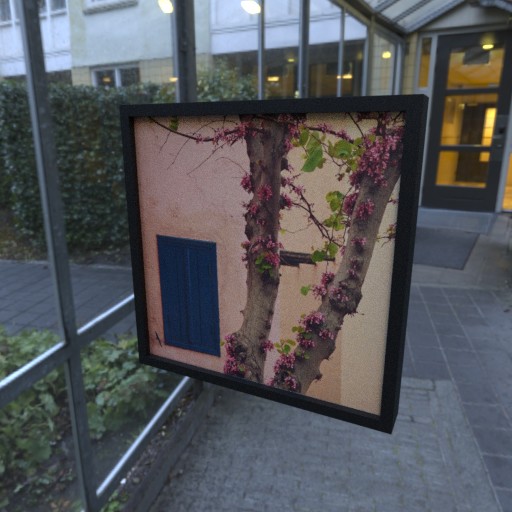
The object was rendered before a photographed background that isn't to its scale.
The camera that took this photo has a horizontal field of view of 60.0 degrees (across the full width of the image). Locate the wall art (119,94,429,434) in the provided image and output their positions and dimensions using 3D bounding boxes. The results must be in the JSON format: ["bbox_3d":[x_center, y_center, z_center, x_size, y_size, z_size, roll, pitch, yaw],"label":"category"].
[{"bbox_3d":[0.000,0.000,0.460,0.305,0.304,0.038,8,17,25],"label":"wall art"}]
